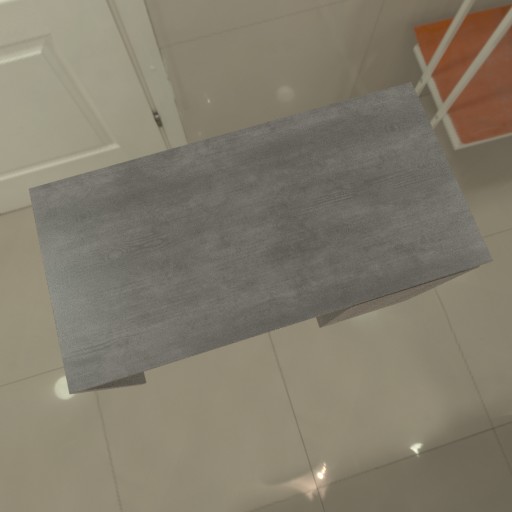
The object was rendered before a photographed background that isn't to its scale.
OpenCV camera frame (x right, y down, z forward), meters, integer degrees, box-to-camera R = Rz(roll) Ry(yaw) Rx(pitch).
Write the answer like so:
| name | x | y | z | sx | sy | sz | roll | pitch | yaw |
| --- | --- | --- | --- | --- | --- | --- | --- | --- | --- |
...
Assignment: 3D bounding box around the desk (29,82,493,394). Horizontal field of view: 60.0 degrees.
| name | x | y | z | sx | sy | sz | roll | pitch | yaw |
| --- | --- | --- | --- | --- | --- | --- | --- | --- | --- |
| desk | 0.000 | 0.000 | 1.622 | 1.200 | 0.740 | 0.600 | -17 | 76 | -4 |
